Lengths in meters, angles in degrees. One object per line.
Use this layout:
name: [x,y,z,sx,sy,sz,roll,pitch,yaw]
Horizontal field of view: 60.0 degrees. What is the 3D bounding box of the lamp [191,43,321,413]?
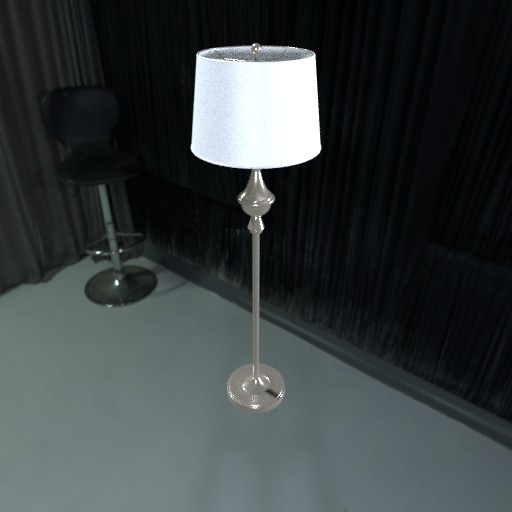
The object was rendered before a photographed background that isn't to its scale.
lamp: [0.000,0.000,1.709,0.431,1.488,0.431,0,32,0]
